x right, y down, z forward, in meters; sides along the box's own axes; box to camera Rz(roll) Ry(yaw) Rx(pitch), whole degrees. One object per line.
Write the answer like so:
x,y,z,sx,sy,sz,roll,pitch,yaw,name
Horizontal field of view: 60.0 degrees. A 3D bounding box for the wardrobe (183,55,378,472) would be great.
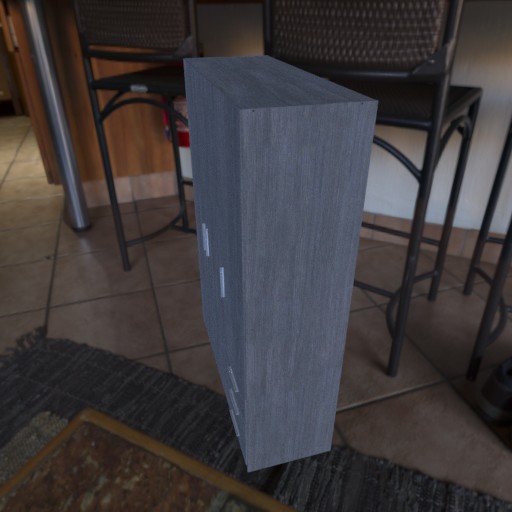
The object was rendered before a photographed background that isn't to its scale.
0.000,0.000,2.493,0.510,1.910,1.290,-8,32,-14,wardrobe
